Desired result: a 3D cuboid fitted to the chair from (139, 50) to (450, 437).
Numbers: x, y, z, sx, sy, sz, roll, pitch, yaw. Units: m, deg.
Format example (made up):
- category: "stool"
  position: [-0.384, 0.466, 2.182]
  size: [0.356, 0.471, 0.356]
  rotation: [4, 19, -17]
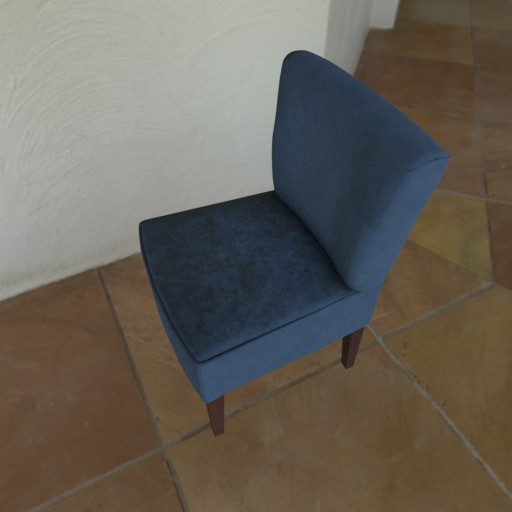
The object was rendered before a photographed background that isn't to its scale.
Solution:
- category: "chair"
  position: [0.000, 0.000, 1.151]
  size: [0.551, 0.806, 0.521]
  rotation: [-18, 49, -17]
